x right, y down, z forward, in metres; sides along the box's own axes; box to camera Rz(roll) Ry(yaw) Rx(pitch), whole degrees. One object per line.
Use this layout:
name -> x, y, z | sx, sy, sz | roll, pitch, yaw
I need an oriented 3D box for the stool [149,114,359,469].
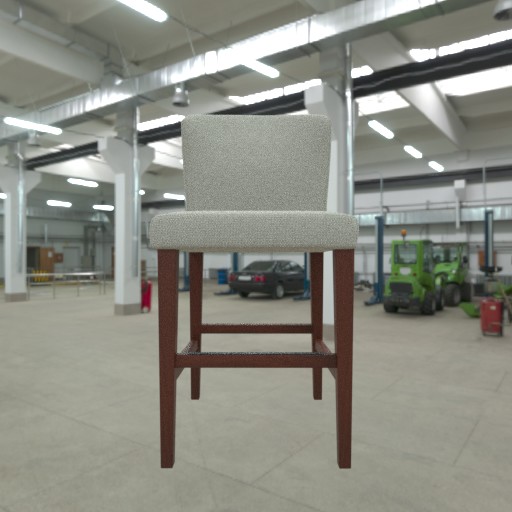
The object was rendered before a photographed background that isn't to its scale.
stool -> 0.000, 0.000, 1.266 | 0.481, 0.969, 0.568 | 0, 0, 0
